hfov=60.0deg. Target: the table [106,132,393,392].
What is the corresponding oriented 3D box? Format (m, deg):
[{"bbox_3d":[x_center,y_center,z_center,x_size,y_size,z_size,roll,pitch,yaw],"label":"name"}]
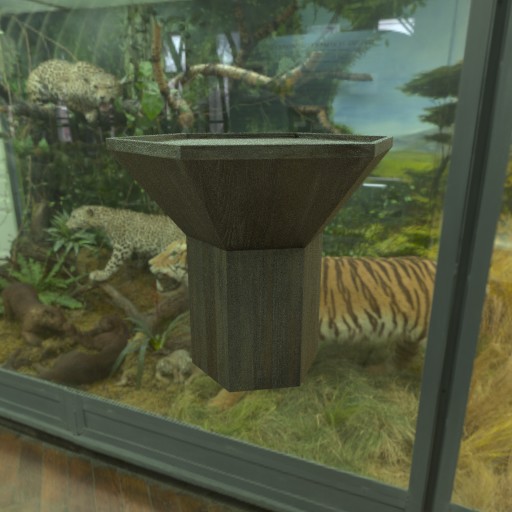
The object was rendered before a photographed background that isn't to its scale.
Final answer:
[{"bbox_3d":[0.000,0.000,1.131,0.683,0.586,0.592,-3,18,-8],"label":"table"}]
